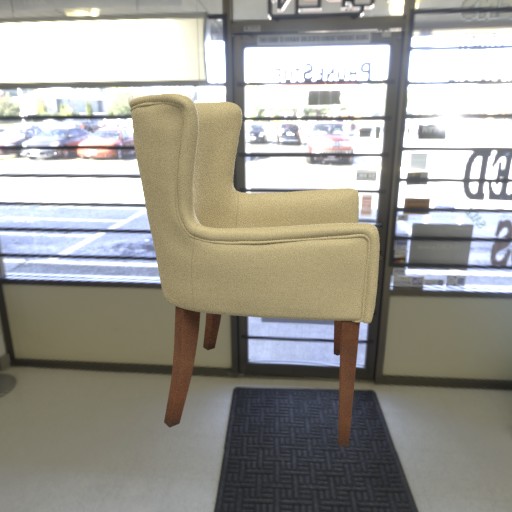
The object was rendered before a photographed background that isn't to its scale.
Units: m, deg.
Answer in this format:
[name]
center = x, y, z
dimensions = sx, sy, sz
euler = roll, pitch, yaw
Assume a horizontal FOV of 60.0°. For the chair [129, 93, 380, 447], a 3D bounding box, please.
[chair]
center = 0.000, 0.000, 1.411
dimensions = 0.686, 0.952, 0.660
euler = 2, 17, 8
